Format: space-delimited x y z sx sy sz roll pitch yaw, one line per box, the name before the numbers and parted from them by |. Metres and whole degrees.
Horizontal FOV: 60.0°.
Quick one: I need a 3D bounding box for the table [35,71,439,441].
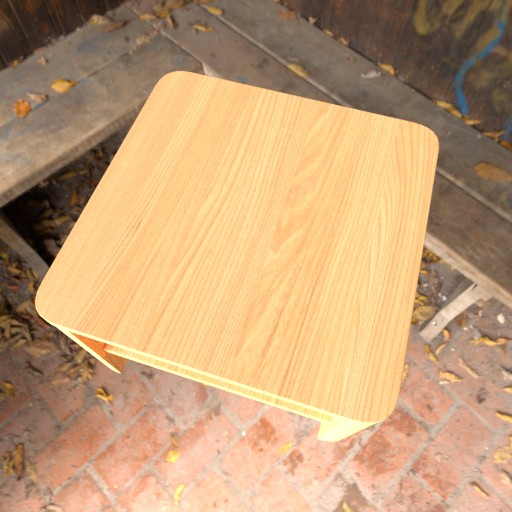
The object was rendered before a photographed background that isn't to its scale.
table | 0.000 0.000 1.206 0.750 0.450 0.750 16 64 8
